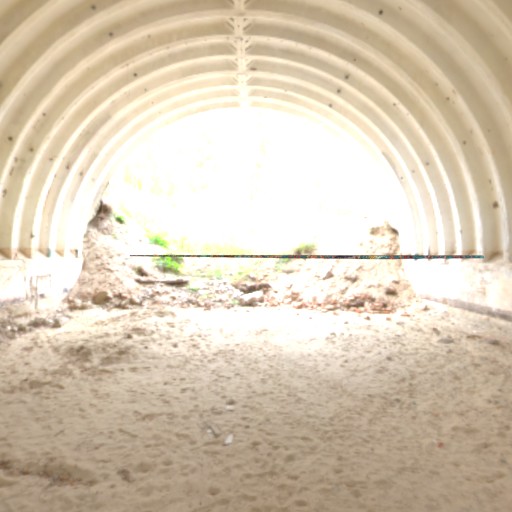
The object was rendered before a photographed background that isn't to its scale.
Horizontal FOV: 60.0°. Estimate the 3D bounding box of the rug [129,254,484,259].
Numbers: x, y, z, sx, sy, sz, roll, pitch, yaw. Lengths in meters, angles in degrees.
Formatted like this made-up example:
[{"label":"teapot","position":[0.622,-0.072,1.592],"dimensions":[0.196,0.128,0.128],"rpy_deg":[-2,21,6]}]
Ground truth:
[{"label":"rug","position":[0.000,0.000,2.539],"dimensions":[0.686,0.013,2.286],"rpy_deg":[0,0,-36]}]
